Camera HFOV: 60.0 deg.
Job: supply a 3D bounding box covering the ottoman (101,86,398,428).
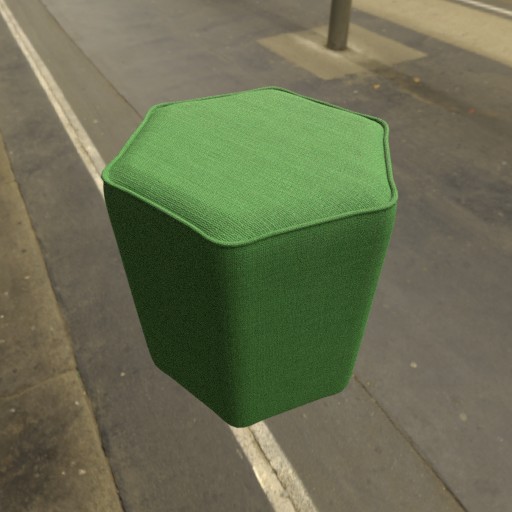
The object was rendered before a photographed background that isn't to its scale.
[{"bbox_3d":[0.000,0.000,0.882,0.499,0.507,0.444,29,50,27],"label":"ottoman"}]
